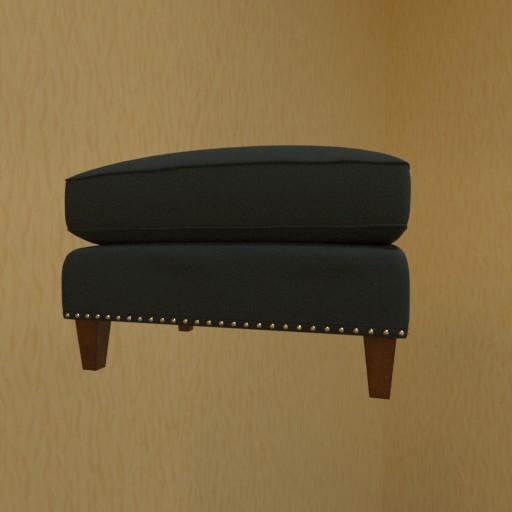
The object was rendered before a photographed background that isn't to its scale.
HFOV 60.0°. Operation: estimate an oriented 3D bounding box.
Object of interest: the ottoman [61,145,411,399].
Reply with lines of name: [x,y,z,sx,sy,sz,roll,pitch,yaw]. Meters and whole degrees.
ottoman: [0.000,0.000,1.152,0.741,0.513,0.584,0,1,17]
